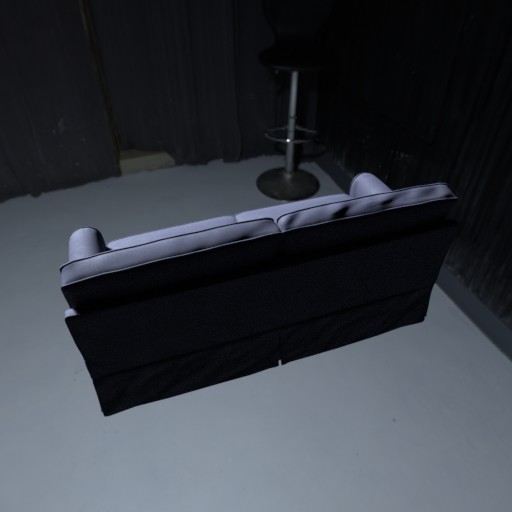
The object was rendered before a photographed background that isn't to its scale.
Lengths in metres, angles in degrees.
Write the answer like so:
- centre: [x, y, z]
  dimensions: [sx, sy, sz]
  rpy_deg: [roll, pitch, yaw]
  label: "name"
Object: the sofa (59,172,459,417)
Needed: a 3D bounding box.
- centre: [0.000, 0.000, 2.854]
  dimensions: [2.256, 1.094, 0.983]
  rpy_deg: [-13, 43, -14]
  label: "sofa"
